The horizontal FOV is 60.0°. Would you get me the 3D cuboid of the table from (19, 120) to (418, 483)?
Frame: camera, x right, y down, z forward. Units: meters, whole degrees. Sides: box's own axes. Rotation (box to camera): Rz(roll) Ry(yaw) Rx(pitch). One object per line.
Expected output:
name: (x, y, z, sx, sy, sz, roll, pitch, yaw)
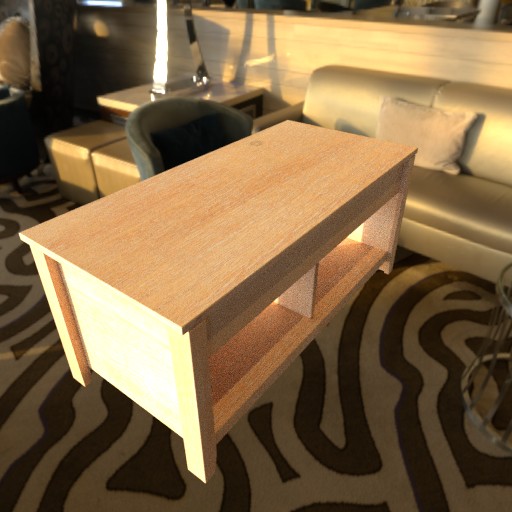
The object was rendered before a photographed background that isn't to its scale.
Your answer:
table: (0.000, 0.000, 1.274, 0.483, 0.457, 1.016, 23, 40, 30)
